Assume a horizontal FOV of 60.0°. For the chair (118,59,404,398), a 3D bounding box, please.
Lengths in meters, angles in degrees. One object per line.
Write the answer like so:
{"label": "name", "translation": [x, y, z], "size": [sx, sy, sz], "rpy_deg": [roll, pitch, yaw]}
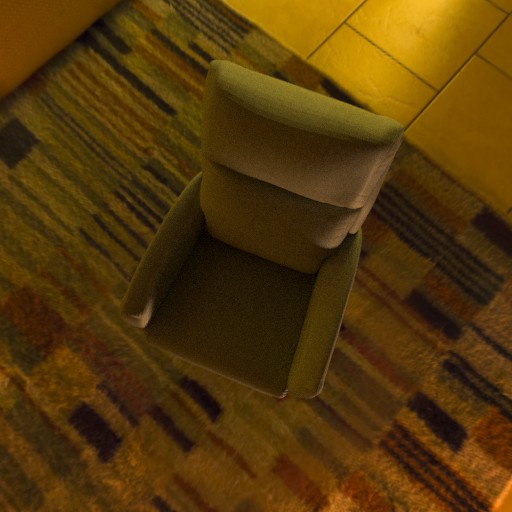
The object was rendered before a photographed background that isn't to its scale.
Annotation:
{"label": "chair", "translation": [0.000, 0.000, 1.663], "size": [0.794, 1.016, 0.940], "rpy_deg": [21, 78, 5]}
